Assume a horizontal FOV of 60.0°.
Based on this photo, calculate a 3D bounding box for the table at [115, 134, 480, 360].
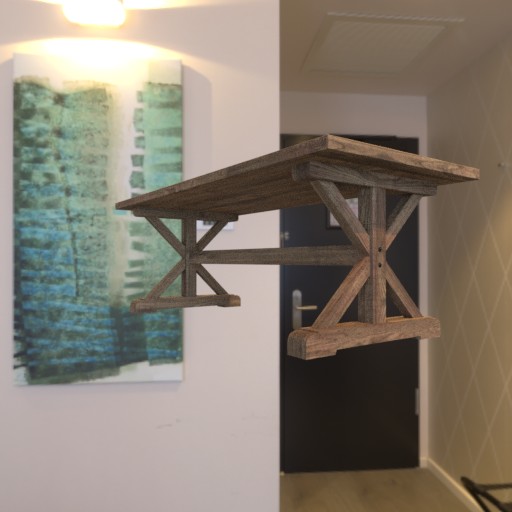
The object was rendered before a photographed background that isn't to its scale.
[{"bbox_3d":[0.000,0.000,2.460,0.907,0.733,2.031,0,-1,-36],"label":"table"}]
